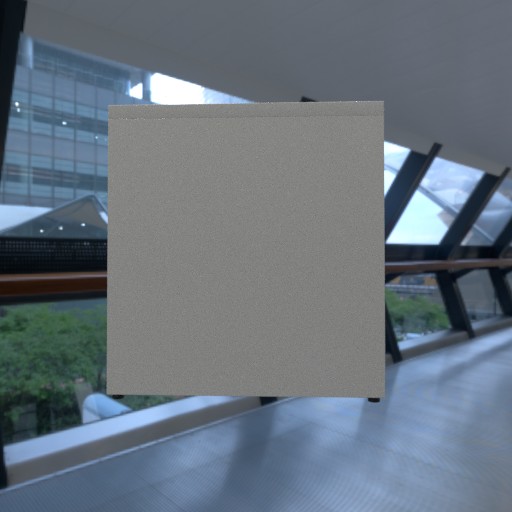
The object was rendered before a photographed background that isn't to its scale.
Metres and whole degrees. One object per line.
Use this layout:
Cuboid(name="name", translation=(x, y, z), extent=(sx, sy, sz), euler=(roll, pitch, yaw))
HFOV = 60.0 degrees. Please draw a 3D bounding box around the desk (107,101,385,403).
Cuboid(name="desk", translation=(0.000, 0.000, 1.800), extent=(0.690, 0.740, 1.400), euler=(0, -1, 2))
